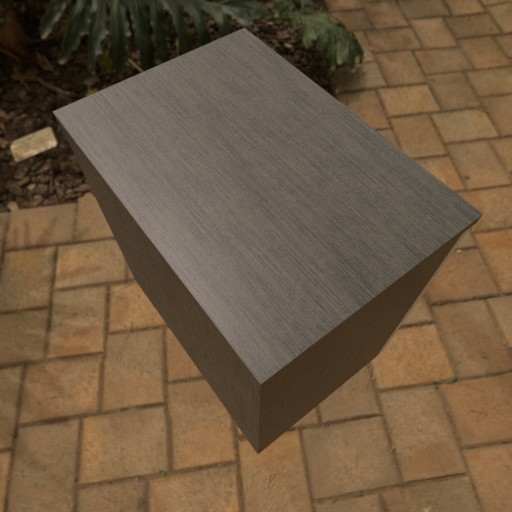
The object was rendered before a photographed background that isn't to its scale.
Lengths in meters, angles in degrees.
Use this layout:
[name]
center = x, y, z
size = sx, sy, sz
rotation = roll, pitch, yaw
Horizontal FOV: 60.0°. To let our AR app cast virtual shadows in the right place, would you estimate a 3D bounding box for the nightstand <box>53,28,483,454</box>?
[nightstand]
center = 0.000, 0.000, 0.728
size = 0.325, 0.460, 0.441
rotation = -33, 64, -18
